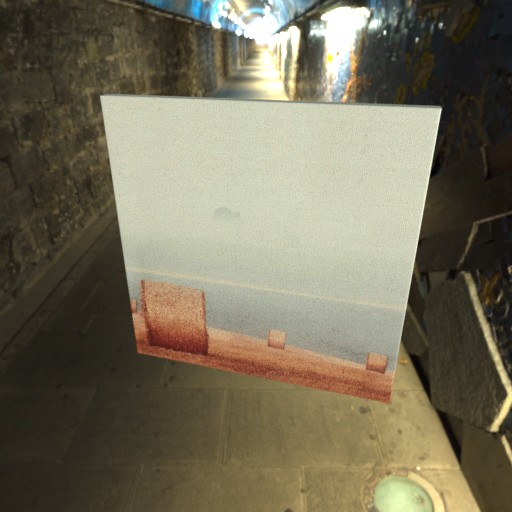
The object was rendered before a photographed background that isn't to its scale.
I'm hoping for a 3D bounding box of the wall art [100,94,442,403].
[{"bbox_3d":[0.000,0.000,0.905,0.605,0.605,0.034,7,27,15],"label":"wall art"}]
